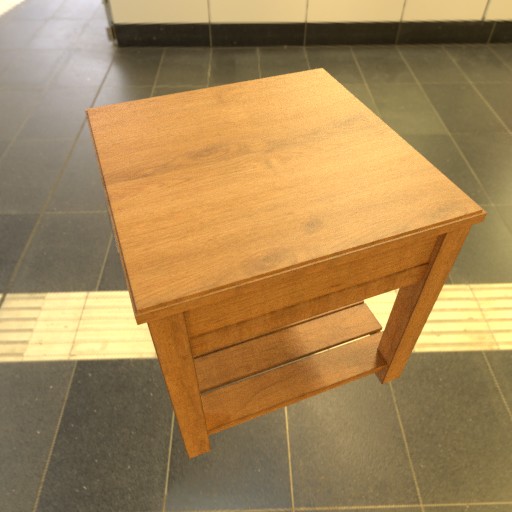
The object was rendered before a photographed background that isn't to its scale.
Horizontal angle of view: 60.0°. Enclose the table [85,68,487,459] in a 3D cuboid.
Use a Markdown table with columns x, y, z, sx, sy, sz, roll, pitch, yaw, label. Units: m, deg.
| x | y | z | sx | sy | sz | roll | pitch | yaw | label |
| --- | --- | --- | --- | --- | --- | --- | --- | --- | --- |
| 0.000 | 0.000 | 1.092 | 0.612 | 0.593 | 0.616 | -16 | 48 | -14 | table |
